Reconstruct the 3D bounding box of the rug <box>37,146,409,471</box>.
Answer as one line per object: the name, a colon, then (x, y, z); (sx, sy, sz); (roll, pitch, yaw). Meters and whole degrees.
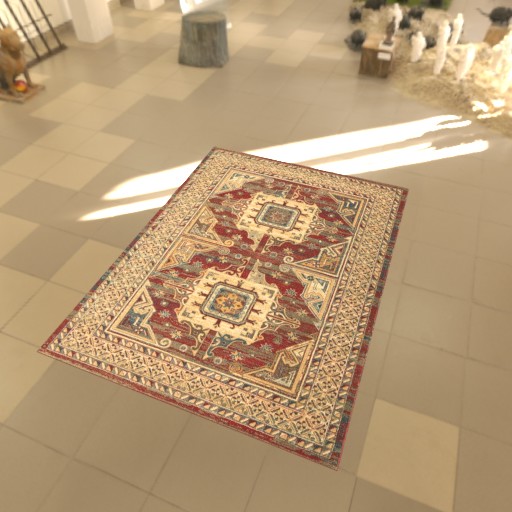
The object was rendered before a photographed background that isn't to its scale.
rug: (0.000, 0.000, 4.169); (2.381, 0.013, 3.197); (16, 47, 15)
